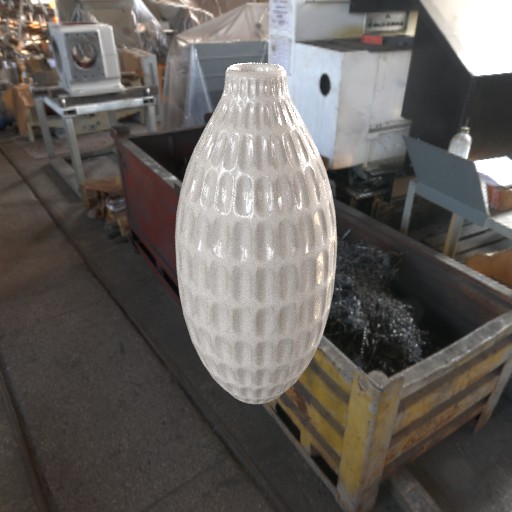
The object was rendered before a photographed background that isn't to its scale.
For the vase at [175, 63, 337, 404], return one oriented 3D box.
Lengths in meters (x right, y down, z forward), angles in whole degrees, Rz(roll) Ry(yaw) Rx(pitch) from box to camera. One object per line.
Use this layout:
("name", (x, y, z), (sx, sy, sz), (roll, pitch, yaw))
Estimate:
("vase", (0.000, 0.000, 0.355), (0.127, 0.282, 0.127), (0, 32, 0))
